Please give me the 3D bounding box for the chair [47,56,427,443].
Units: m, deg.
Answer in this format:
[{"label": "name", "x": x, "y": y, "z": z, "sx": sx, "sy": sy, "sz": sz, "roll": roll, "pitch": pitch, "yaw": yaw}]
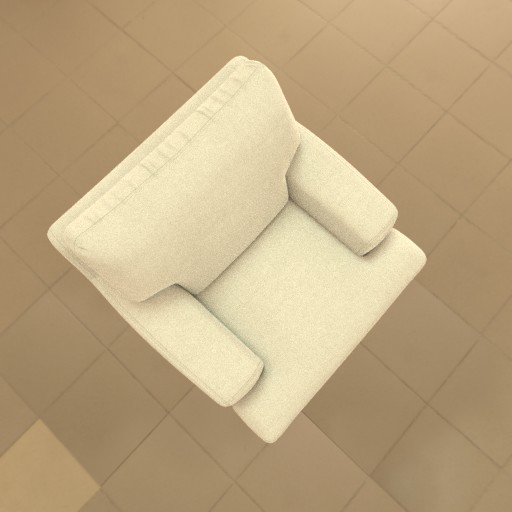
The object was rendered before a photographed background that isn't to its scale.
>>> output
[{"label": "chair", "x": 0.000, "y": 0.000, "z": 1.928, "sx": 1.158, "sy": 0.930, "sz": 1.140, "roll": 42, "pitch": 79, "yaw": 10}]
